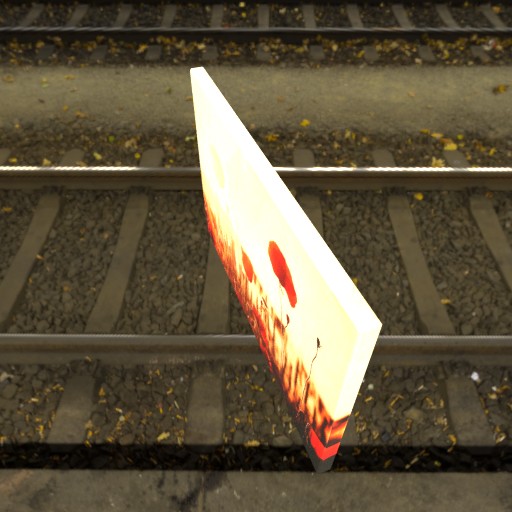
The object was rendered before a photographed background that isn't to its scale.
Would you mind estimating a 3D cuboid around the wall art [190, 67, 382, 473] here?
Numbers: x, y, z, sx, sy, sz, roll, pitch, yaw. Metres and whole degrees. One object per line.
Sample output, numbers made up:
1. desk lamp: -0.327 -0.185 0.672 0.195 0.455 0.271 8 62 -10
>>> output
1. wall art: 0.000 0.000 1.142 0.038 0.602 0.918 -16 48 -14
